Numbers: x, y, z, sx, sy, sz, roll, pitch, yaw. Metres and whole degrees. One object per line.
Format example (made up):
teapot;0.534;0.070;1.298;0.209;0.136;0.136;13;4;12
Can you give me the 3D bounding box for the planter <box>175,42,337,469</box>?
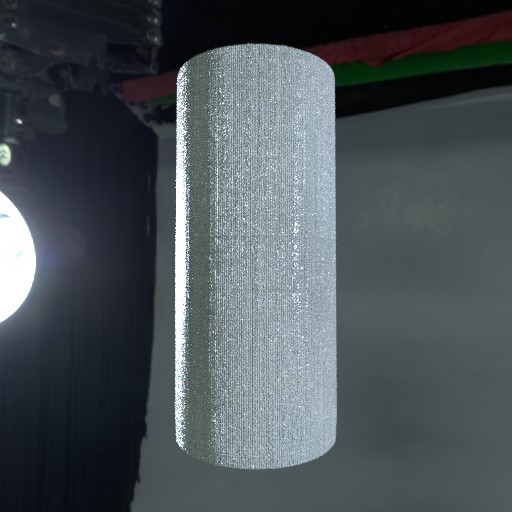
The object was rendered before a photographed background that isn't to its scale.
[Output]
planter;0.000;0.000;0.128;0.045;0.103;0.045;-1;-2;17
